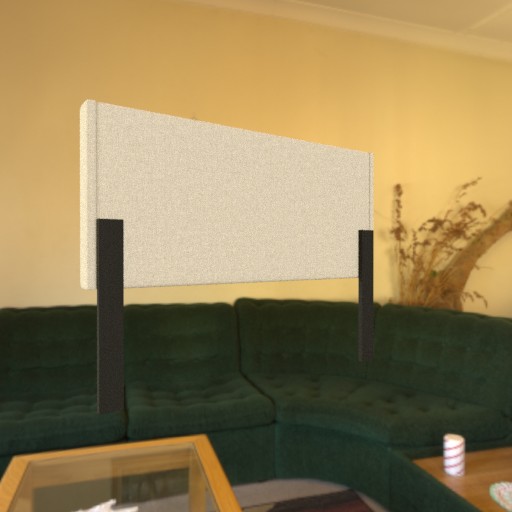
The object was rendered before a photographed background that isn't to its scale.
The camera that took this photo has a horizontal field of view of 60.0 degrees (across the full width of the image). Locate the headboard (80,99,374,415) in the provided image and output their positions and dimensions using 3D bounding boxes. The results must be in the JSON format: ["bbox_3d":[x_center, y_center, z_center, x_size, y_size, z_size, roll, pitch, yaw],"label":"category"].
[{"bbox_3d":[0.000,0.000,2.762,2.051,1.524,0.184,0,0,-34],"label":"headboard"}]
